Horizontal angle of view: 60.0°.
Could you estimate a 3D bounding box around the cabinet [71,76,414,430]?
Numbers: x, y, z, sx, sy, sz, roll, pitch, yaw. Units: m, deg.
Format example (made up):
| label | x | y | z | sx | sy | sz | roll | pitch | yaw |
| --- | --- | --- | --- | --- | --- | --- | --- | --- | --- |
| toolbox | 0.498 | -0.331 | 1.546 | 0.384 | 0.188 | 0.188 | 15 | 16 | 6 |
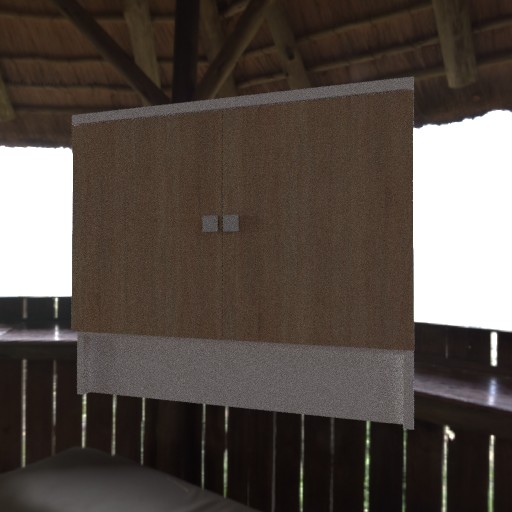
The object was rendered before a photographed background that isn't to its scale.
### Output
| label | x | y | z | sx | sy | sz | roll | pitch | yaw |
| --- | --- | --- | --- | --- | --- | --- | --- | --- | --- |
| cabinet | 0.000 | 0.000 | 0.917 | 0.600 | 0.522 | 0.400 | 0 | 0 | 17 |
